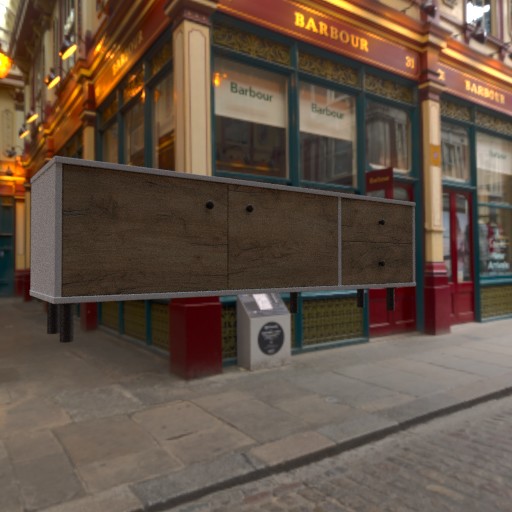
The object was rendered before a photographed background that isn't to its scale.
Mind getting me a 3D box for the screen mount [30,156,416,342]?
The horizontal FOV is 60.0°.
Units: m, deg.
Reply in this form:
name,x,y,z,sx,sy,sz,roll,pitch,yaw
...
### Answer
name,x,y,z,sx,sy,sz,roll,pitch,yaw
screen mount,0.000,0.000,1.810,1.600,0.520,0.418,1,-1,-35
